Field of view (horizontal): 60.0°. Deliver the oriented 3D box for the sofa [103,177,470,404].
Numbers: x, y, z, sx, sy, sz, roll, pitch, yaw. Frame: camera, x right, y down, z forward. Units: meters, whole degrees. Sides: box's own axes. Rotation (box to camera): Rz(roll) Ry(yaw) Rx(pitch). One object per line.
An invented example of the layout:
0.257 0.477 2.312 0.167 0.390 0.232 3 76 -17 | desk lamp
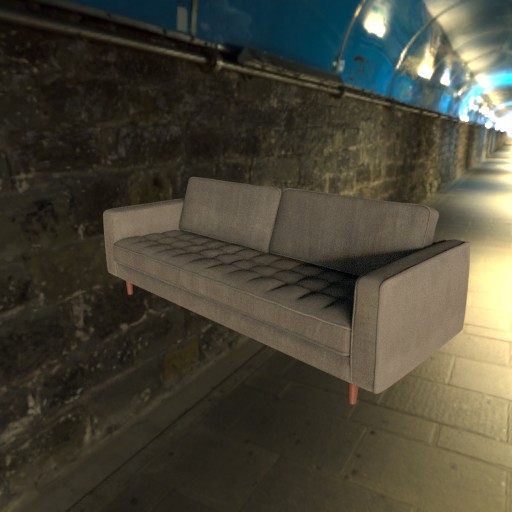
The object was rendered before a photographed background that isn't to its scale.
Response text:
0.000 0.000 2.765 0.923 0.813 2.295 -15 22 -43 | sofa
